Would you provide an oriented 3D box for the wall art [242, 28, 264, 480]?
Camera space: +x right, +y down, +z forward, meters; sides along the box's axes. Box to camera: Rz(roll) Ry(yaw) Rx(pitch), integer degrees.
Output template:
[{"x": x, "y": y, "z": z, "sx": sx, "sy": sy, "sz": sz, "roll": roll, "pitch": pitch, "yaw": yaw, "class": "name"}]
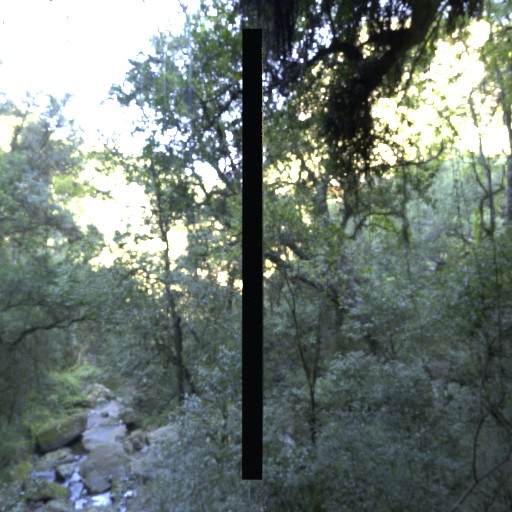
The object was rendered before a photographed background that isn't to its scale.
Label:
[{"x": 0.000, "y": 0.000, "z": 0.709, "sx": 0.023, "sy": 0.505, "sz": 0.428, "roll": 0, "pitch": -1, "yaw": 1, "class": "wall art"}]
